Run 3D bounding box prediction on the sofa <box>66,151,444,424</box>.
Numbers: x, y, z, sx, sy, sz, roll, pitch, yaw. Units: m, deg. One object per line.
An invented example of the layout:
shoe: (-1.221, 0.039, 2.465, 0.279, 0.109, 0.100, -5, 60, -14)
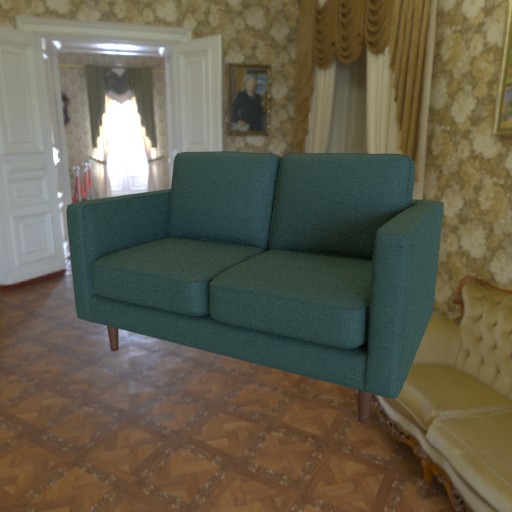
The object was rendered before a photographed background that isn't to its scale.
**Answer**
sofa: (0.000, 0.000, 1.975, 1.430, 0.899, 0.879, 7, 16, 27)
